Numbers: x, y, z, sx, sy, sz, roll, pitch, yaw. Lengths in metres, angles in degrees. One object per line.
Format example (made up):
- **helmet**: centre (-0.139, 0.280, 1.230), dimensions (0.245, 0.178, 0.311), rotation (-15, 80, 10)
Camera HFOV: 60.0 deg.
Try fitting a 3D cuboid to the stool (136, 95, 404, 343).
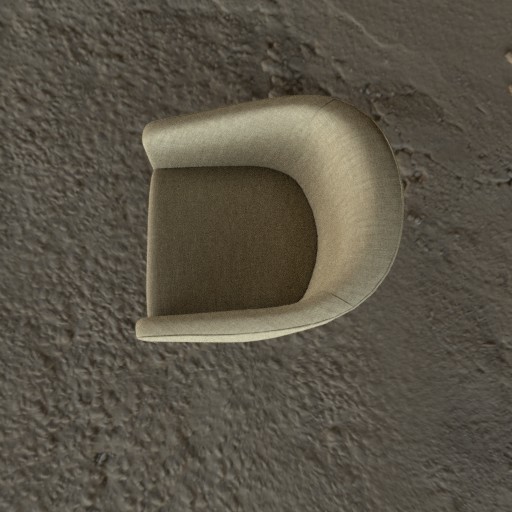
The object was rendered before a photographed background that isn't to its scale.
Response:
- **stool**: centre (0.000, 0.000, 1.422), dimensions (0.607, 1.078, 0.559), rotation (-2, 76, 0)
